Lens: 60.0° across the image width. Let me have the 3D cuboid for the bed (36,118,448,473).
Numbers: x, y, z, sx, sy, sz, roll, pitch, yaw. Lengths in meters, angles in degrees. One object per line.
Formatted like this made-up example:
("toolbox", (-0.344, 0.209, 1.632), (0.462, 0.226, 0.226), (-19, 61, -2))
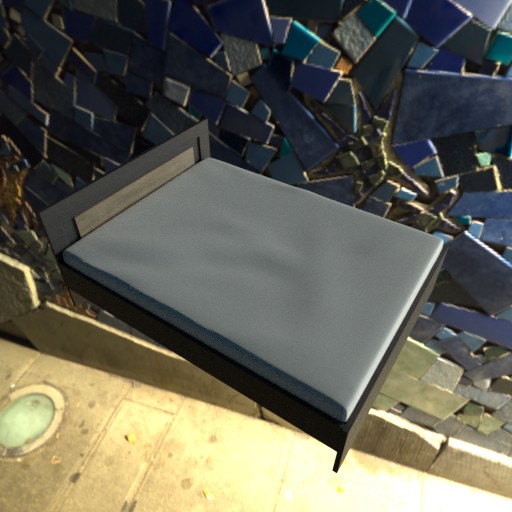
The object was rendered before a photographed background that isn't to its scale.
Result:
("bed", (0.000, 0.000, 2.946), (2.073, 0.823, 1.585), (24, 46, 25))
